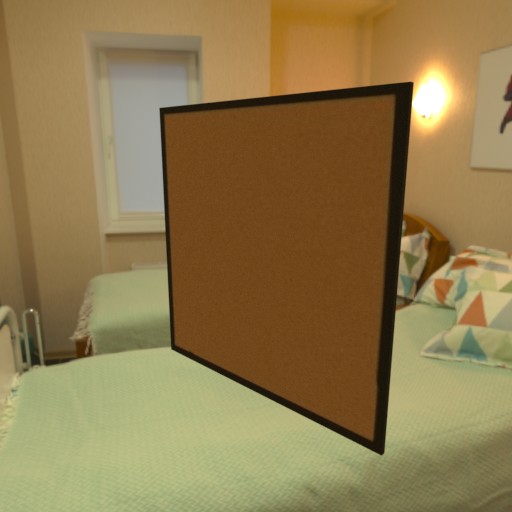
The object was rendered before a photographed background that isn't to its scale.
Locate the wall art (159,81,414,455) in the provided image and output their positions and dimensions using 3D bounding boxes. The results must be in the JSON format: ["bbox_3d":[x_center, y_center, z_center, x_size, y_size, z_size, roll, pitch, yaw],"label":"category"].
[{"bbox_3d":[0.000,0.000,1.221,0.823,0.823,0.013,13,18,42],"label":"wall art"}]
